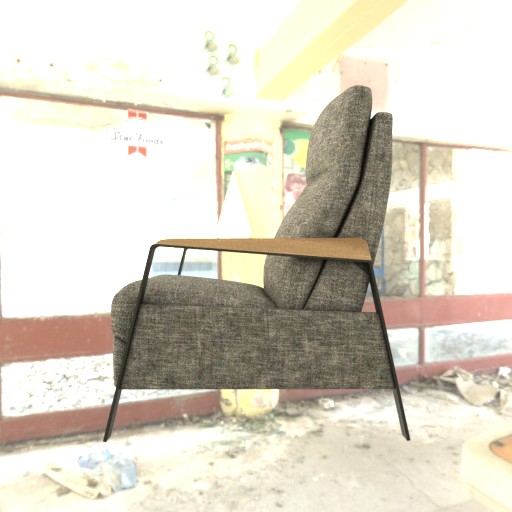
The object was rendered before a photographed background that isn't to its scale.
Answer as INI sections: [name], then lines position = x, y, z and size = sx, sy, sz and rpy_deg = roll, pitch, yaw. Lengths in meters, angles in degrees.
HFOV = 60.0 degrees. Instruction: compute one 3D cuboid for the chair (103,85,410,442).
[chair]
position = 0.000, 0.000, 1.581
size = 0.868, 1.042, 0.671
rpy_deg = 0, 0, -1
